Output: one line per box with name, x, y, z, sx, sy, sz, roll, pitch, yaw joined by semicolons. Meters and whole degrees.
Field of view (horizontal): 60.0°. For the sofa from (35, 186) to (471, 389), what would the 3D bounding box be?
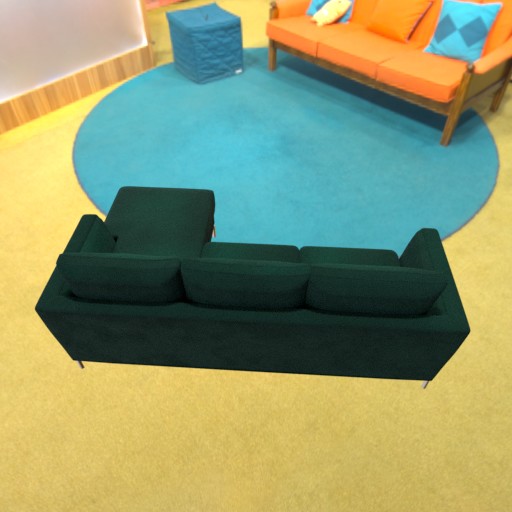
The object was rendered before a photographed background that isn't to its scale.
sofa;0.000;0.000;3.138;2.441;1.007;1.489;3;45;3
